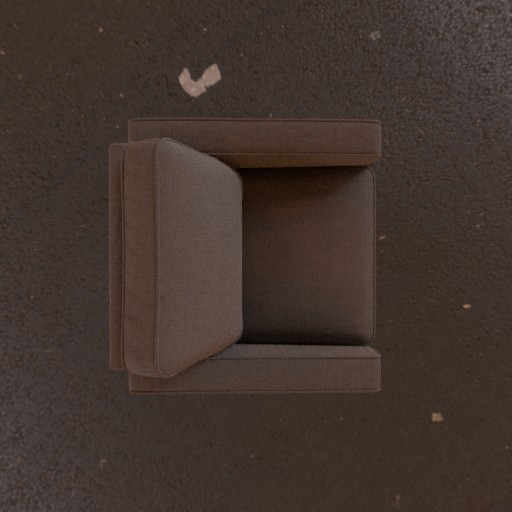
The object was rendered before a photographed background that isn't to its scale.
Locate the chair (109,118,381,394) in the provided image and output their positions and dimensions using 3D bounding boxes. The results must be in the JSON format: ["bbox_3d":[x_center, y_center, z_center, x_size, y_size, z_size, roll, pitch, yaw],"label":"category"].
[{"bbox_3d":[0.000,0.000,1.703,0.940,0.919,1.017,0,91,-1],"label":"chair"}]
